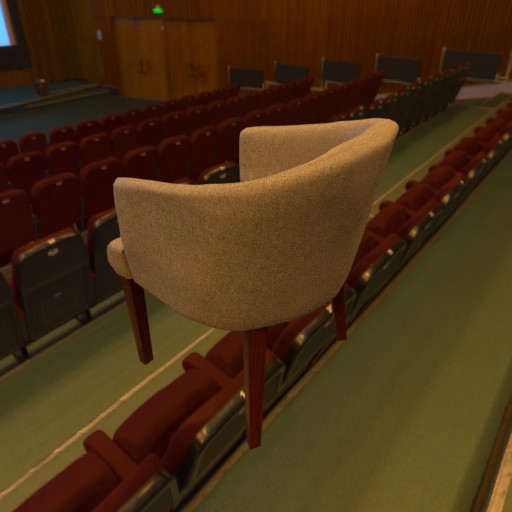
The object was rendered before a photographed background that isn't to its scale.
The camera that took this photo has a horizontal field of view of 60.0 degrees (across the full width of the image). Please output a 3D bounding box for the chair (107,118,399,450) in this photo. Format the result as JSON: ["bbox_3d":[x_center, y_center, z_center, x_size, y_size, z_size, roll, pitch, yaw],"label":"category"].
[{"bbox_3d":[0.000,0.000,1.254,0.655,0.811,0.583,22,39,30],"label":"chair"}]
